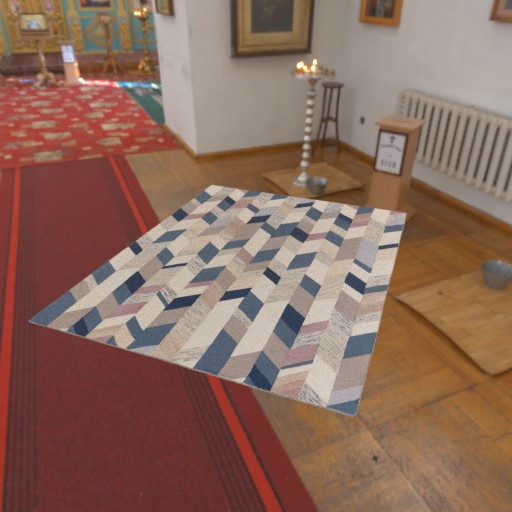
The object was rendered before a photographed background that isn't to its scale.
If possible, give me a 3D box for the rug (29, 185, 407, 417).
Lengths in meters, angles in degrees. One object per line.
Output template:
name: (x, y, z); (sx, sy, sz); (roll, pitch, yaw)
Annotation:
rug: (0.000, 0.000, 4.146); (2.451, 0.011, 3.072); (11, 31, 19)
